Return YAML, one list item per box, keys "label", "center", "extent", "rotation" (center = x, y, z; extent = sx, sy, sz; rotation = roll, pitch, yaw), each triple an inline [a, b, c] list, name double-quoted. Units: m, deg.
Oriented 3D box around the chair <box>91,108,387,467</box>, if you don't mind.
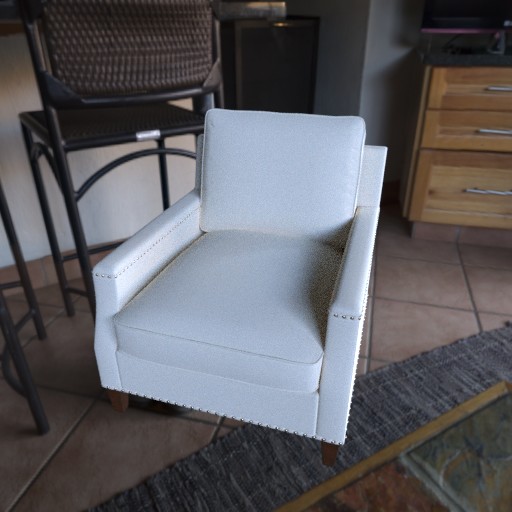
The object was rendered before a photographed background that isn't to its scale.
- label: "chair"
  center: [0.000, 0.000, 1.688]
  extent: [0.853, 0.943, 1.014]
  rotation: [8, 28, 15]
